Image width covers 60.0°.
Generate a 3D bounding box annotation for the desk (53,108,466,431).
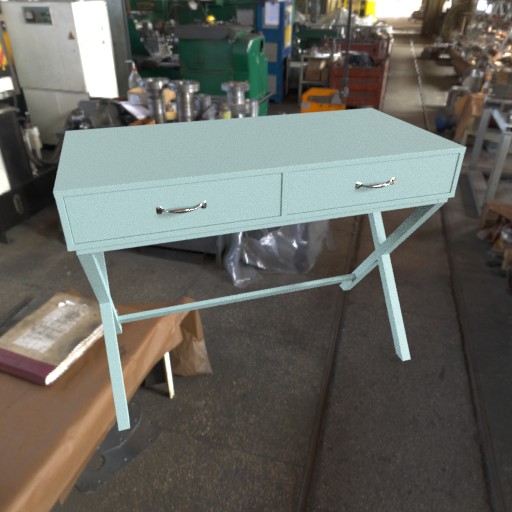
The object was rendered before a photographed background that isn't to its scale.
[{"bbox_3d":[0.000,0.000,1.477,1.057,0.780,0.525,-9,32,-15],"label":"desk"}]
